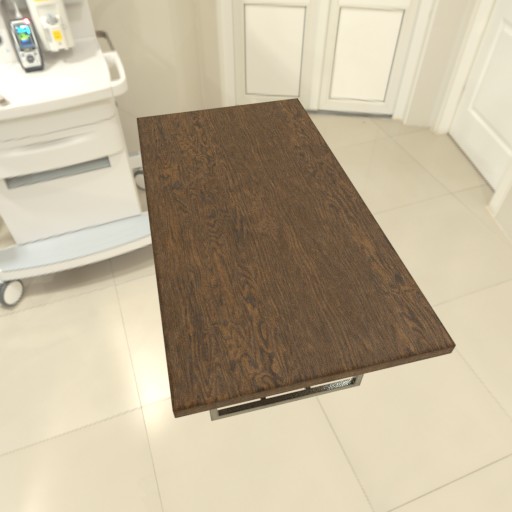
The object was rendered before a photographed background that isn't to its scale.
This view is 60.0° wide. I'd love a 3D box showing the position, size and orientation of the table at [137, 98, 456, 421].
[{"bbox_3d":[0.000,0.000,2.543,1.078,0.795,1.989,-10,48,-9],"label":"table"}]
